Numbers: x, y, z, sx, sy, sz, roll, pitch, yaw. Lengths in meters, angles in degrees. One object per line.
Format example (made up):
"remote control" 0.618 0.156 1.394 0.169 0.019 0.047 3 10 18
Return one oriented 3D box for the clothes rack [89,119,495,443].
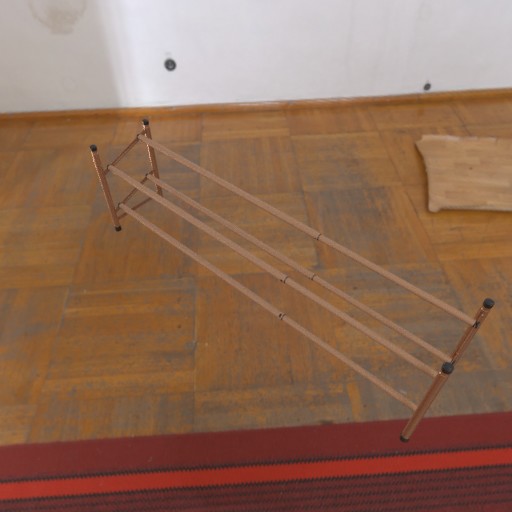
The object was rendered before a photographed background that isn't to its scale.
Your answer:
"clothes rack" 0.000 0.000 1.277 1.168 0.349 0.229 32 54 27
